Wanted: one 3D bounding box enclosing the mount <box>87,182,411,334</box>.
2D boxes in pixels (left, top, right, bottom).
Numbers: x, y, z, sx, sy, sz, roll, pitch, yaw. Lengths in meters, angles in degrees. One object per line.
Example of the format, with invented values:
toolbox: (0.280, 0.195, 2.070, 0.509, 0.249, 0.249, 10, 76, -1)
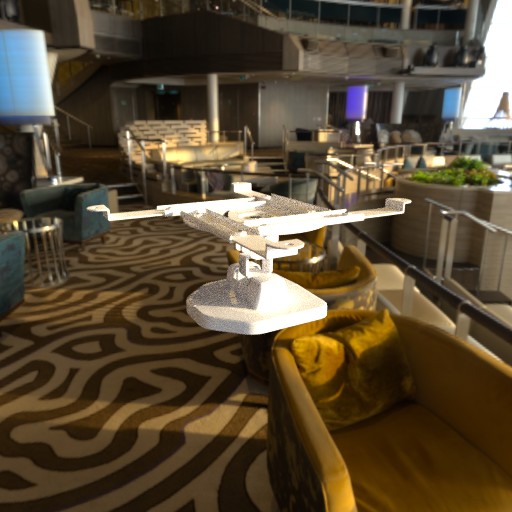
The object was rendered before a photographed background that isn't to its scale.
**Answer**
mount: (0.000, 0.000, 0.592, 0.394, 0.141, 0.394, -9, 19, -27)
